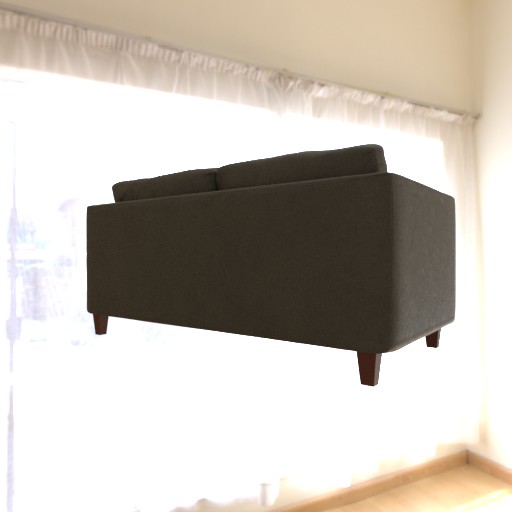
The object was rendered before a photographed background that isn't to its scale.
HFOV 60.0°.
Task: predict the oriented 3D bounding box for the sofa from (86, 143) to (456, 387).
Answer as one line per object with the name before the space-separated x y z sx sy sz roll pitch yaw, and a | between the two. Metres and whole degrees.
sofa | 0.000 0.000 2.451 1.883 0.933 0.951 0 0 37
